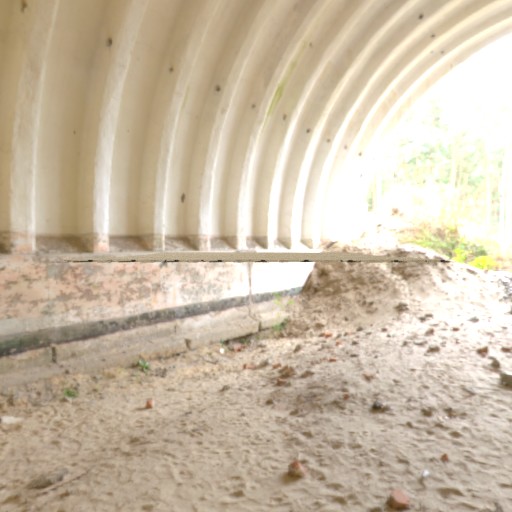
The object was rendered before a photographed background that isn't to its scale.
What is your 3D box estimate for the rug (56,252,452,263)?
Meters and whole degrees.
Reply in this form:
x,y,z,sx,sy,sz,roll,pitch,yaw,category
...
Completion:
x,y,z,sx,sy,sz,roll,pitch,yaw,category
0.000,0.000,4.165,2.342,0.026,3.221,0,1,1,rug
